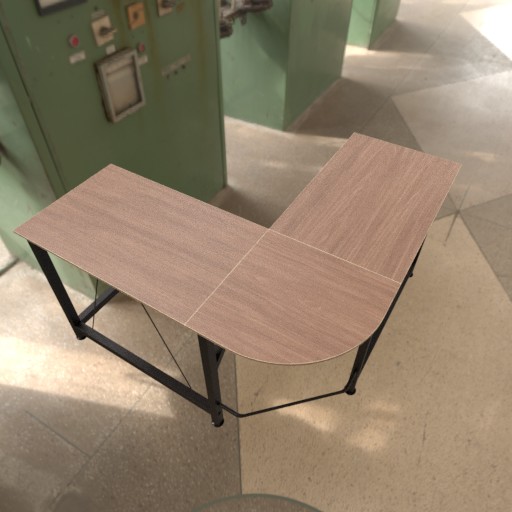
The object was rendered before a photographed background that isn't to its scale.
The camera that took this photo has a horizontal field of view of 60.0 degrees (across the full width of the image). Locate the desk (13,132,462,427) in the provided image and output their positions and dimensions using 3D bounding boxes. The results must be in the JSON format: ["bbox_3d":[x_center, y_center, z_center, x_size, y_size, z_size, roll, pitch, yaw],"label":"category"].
[{"bbox_3d":[0.000,0.000,2.185,1.400,0.762,1.400,24,51,21],"label":"desk"}]
